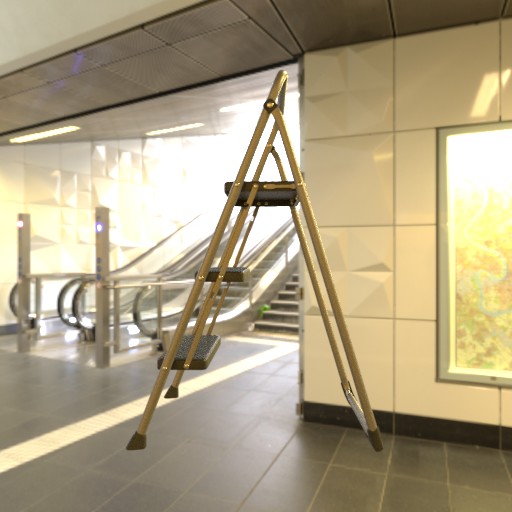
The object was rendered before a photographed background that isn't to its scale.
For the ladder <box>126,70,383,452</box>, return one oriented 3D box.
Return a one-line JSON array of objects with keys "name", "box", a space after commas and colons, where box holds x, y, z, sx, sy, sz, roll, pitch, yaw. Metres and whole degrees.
[{"name": "ladder", "box": [0.000, 0.000, 1.282, 0.629, 0.945, 0.430, 0, 0, 2]}]
